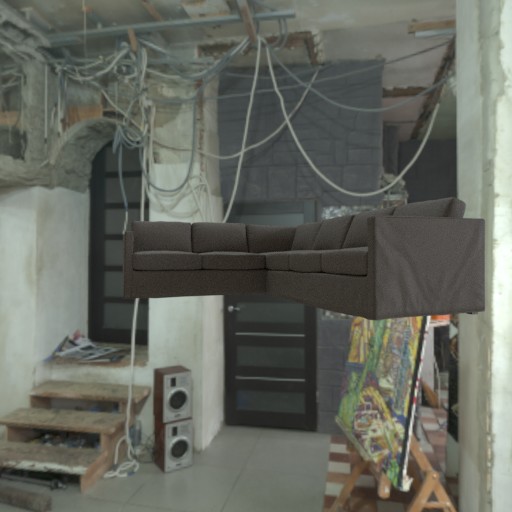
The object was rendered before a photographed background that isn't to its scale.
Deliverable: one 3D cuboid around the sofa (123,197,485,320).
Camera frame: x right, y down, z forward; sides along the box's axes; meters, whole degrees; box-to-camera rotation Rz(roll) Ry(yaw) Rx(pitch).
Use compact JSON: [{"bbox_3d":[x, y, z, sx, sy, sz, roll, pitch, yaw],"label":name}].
[{"bbox_3d":[0.000,0.000,4.284,2.432,0.871,3.182,0,-1,-18],"label":"sofa"}]
